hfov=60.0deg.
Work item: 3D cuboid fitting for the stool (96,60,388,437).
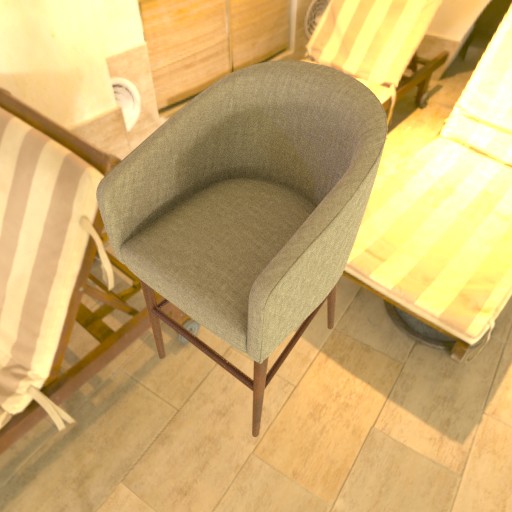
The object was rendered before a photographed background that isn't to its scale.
[{"bbox_3d":[0.000,0.000,1.360,0.559,0.952,0.635,31,54,26],"label":"stool"}]
